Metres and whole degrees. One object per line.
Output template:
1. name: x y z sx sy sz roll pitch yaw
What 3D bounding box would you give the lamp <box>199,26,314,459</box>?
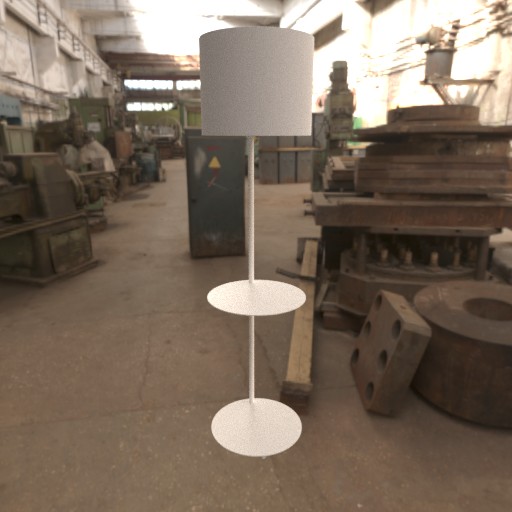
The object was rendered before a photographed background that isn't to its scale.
1. lamp: 0.000 0.000 1.647 0.372 1.465 0.405 -2 16 -7
